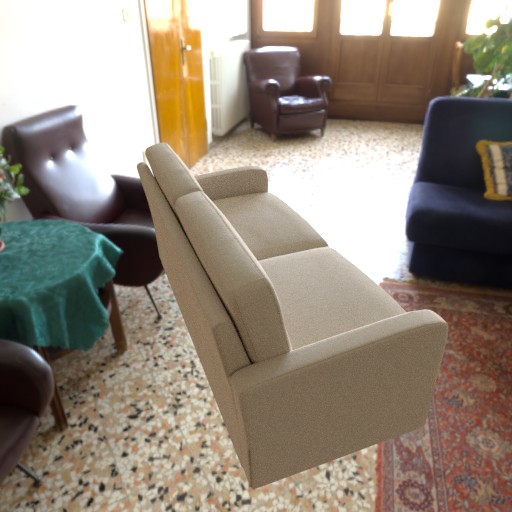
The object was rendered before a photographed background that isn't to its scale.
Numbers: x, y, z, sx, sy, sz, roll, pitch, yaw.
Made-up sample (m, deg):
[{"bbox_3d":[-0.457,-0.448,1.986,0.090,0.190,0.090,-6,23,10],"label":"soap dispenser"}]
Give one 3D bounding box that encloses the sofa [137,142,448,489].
[{"bbox_3d":[0.000,0.000,2.237,0.894,0.831,1.808,-11,32,-18],"label":"sofa"}]
